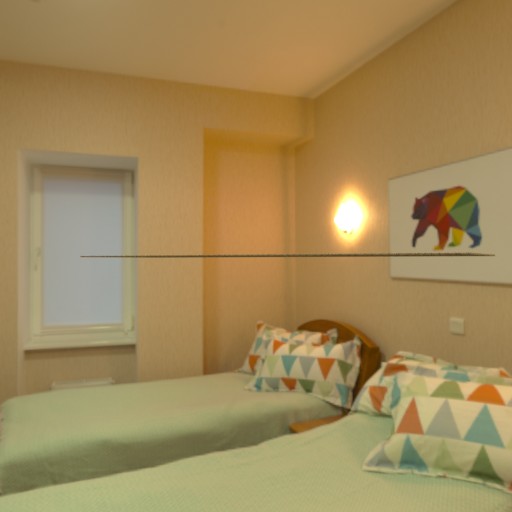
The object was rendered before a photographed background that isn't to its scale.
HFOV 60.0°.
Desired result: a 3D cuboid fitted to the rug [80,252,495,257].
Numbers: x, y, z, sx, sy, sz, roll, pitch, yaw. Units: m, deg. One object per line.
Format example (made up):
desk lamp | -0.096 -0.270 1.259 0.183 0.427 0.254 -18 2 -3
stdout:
rug | 0.000 0.000 2.457 2.277 0.008 0.676 0 -1 35
